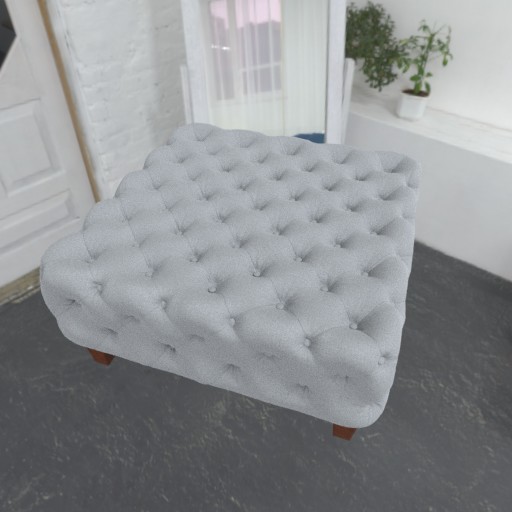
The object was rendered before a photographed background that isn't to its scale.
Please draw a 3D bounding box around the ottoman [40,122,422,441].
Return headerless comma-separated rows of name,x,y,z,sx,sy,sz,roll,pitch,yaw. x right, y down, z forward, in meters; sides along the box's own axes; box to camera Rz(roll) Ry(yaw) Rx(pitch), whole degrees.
ottoman,0.000,0.000,1.170,0.758,0.365,0.764,13,43,14
